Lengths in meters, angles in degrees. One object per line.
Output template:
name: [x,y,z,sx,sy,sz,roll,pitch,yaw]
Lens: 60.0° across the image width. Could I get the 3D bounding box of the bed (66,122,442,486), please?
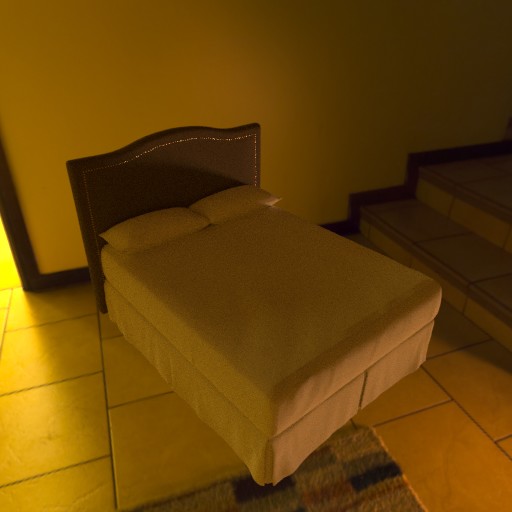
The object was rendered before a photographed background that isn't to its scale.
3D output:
bed: [0.000,0.000,3.063,1.666,1.387,2.036,-23,37,-34]
